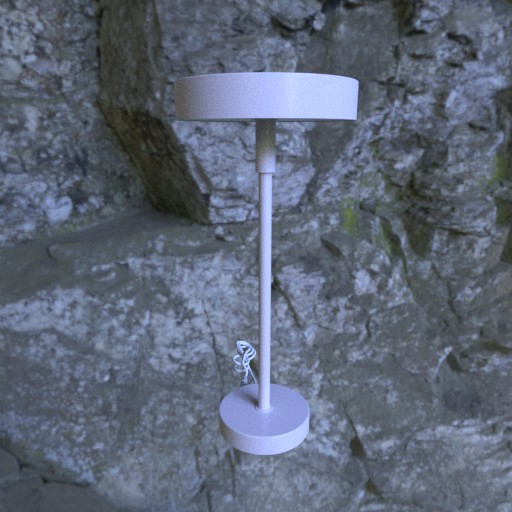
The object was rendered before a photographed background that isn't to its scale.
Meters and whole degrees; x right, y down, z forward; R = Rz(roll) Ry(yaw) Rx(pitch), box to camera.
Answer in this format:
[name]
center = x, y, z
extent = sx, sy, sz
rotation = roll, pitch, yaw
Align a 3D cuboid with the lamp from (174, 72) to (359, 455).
[lamp]
center = 0.000, 0.000, 0.692
extent = 0.229, 0.508, 0.369
rotation = -3, 16, -10
